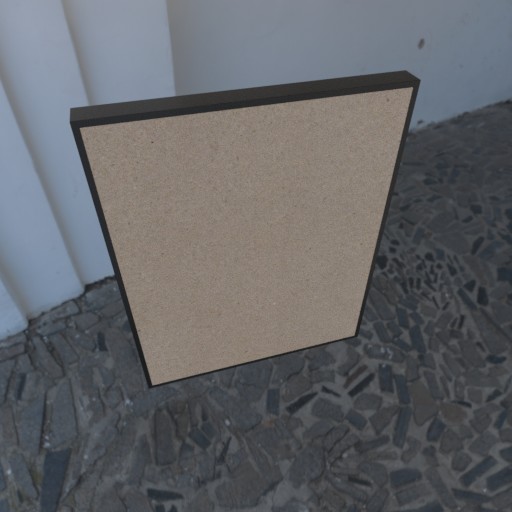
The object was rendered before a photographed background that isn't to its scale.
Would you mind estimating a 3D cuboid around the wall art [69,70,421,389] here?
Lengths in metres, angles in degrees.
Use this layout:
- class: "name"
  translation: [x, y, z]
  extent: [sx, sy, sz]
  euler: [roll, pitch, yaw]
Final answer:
- class: "wall art"
  translation: [0.000, 0.000, 0.742]
  extent: [0.448, 0.551, 0.038]
  euler: [-11, 43, -12]
